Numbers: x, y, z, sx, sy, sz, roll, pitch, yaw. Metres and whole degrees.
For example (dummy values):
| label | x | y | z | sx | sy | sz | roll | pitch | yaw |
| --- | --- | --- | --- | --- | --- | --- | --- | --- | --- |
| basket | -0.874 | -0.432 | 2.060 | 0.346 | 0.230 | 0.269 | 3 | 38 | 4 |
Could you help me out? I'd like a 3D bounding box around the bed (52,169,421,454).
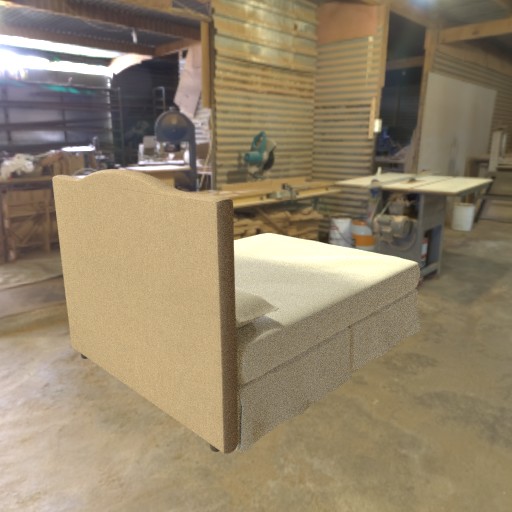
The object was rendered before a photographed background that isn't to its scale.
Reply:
| label | x | y | z | sx | sy | sz | roll | pitch | yaw |
| --- | --- | --- | --- | --- | --- | --- | --- | --- | --- |
| bed | 0.000 | 0.000 | 3.435 | 1.821 | 1.436 | 2.282 | 14 | 21 | 41 |
